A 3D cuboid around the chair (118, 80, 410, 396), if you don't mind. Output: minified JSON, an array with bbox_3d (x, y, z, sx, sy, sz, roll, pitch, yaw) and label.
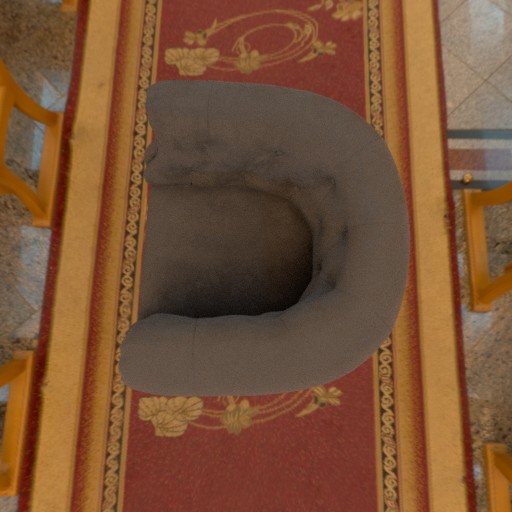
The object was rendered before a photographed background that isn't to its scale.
[{"bbox_3d":[0.000,0.000,1.549,0.851,0.826,0.904,2,77,0],"label":"chair"}]
